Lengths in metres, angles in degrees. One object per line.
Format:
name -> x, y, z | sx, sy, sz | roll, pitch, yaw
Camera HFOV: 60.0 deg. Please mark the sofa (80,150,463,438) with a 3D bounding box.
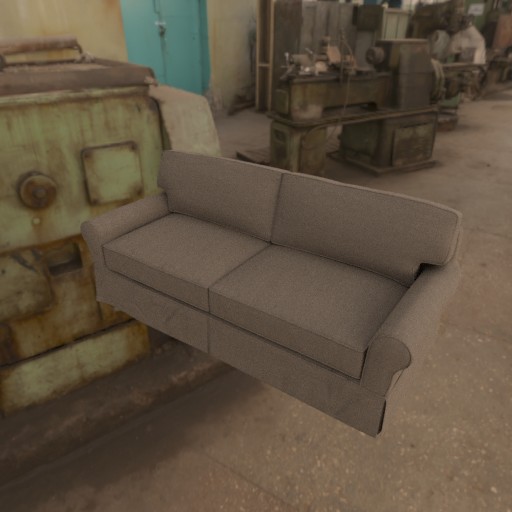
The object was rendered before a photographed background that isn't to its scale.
sofa -> 0.000, 0.000, 2.761 | 2.248, 0.943, 0.991 | 19, 34, 30
